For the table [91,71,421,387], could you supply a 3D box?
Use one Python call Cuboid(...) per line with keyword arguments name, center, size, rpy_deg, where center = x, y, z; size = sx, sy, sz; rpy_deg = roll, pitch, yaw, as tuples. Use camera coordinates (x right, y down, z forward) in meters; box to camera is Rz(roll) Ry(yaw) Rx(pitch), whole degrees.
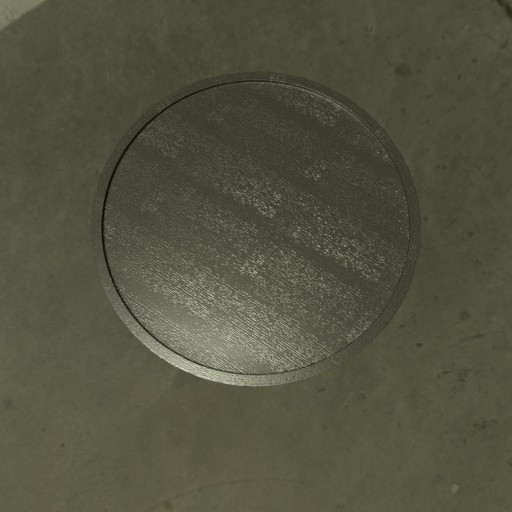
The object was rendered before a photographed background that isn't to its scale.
Cuboid(name="table", center=(0.000, 0.000, 0.931), size=(0.500, 0.531, 0.500), rpy_deg=(0, 77, 0))
